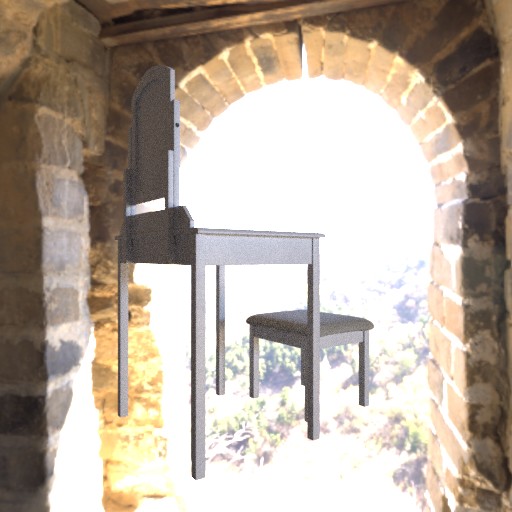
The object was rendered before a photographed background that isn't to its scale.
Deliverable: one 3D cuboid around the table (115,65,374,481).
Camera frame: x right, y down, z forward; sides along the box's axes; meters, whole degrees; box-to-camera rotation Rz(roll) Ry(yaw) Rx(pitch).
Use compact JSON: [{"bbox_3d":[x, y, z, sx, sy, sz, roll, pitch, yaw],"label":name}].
[{"bbox_3d":[0.000,0.000,2.278,1.211,1.631,0.876,0,0,-36],"label":"table"}]
